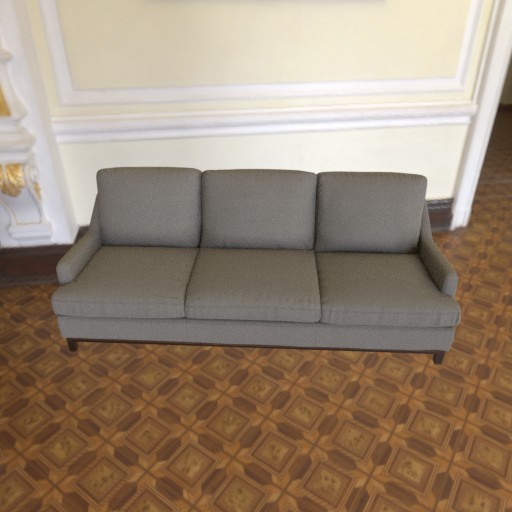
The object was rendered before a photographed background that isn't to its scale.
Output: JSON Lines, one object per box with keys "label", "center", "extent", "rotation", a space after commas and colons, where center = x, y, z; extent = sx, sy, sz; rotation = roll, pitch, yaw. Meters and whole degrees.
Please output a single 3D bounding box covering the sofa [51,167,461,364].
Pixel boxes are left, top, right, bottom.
{"label": "sofa", "center": [0.000, 0.000, 2.867], "extent": [2.344, 0.926, 0.987], "rotation": [1, 31, 2]}
